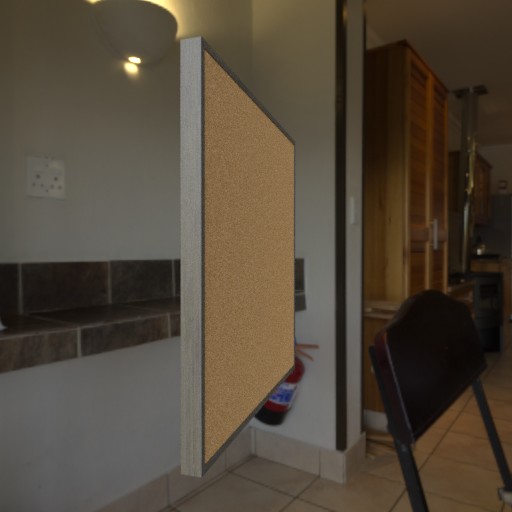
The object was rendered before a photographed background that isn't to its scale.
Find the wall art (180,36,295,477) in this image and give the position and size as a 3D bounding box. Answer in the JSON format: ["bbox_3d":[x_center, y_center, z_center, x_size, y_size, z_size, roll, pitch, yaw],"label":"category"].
[{"bbox_3d":[0.000,0.000,1.128,0.039,0.758,0.758,0,0,17],"label":"wall art"}]
